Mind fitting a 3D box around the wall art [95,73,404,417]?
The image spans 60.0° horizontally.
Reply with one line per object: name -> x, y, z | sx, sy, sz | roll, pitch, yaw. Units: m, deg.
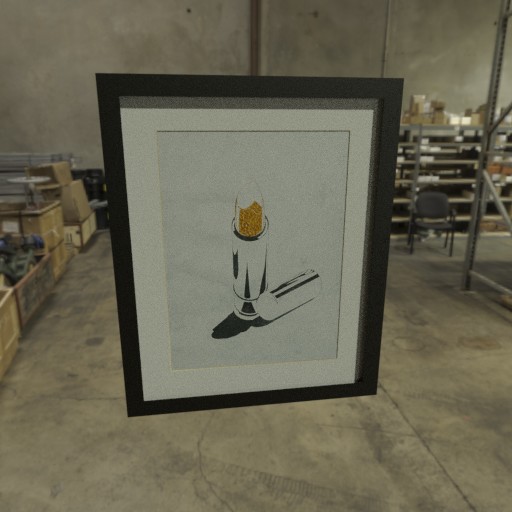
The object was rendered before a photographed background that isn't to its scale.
wall art -> 0.000, 0.000, 0.741 | 0.457, 0.559, 0.029 | -2, 16, -8
